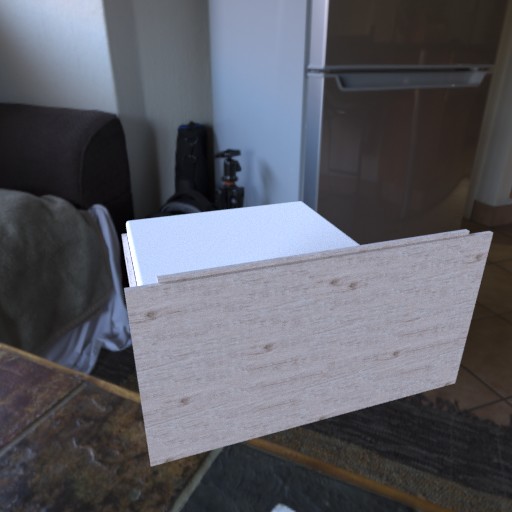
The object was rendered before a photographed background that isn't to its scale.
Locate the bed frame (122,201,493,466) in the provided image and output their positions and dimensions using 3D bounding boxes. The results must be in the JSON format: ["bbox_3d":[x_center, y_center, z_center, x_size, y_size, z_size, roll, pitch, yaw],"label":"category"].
[{"bbox_3d":[0.000,0.000,3.009,1.750,0.970,2.080,-8,27,-17],"label":"bed frame"}]
